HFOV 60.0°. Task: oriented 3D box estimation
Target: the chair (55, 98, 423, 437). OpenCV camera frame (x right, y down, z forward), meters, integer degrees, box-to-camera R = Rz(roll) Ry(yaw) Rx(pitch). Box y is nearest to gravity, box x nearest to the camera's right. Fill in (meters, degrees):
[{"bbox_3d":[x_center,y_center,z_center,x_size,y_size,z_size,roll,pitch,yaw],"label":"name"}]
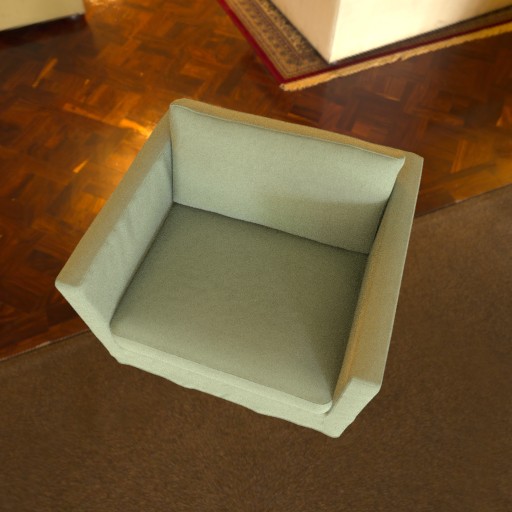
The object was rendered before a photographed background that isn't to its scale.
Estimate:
[{"bbox_3d":[0.000,0.000,1.737,1.057,0.863,0.949,16,60,10],"label":"chair"}]
